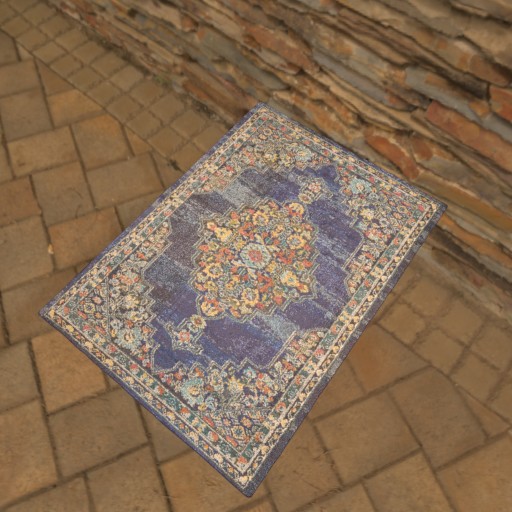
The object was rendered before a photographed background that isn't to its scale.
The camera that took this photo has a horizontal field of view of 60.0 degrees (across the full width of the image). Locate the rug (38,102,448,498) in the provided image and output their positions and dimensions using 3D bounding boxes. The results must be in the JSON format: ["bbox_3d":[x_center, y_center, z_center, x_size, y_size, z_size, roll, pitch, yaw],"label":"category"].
[{"bbox_3d":[0.000,0.000,2.856,1.630,0.009,2.232,34,67,16],"label":"rug"}]
